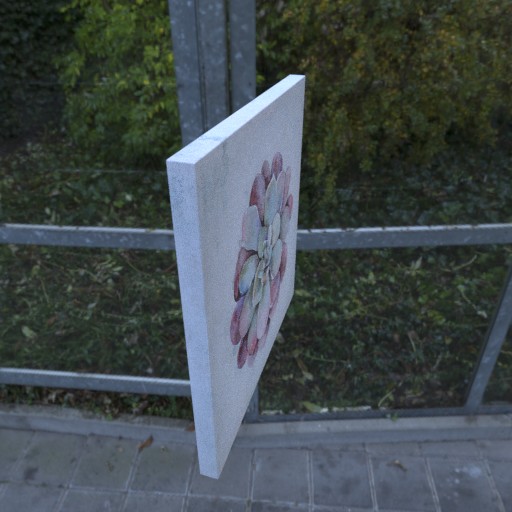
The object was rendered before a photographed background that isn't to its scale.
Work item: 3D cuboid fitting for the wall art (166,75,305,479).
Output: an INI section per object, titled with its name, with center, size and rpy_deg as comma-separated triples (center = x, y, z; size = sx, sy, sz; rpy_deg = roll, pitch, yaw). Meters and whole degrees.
[wall art]
center = 0.000, 0.000, 0.911
size = 0.044, 0.605, 0.605
rpy_deg = 9, 33, 15
